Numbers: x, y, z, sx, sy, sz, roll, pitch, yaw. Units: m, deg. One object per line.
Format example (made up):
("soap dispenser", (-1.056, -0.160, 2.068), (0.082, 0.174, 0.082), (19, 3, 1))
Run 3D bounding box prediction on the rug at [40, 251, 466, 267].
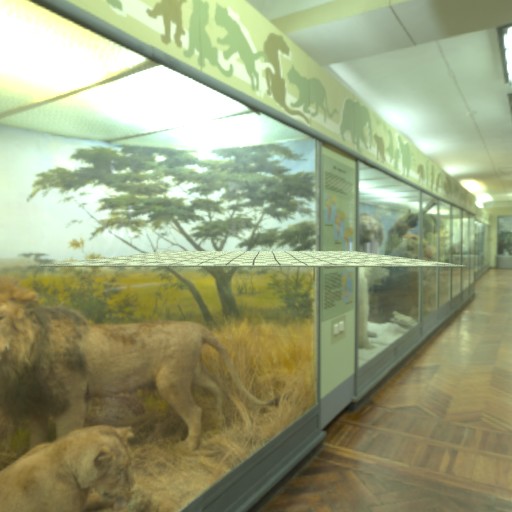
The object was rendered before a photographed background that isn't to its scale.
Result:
("rug", (0.000, 0.000, 3.939), (2.330, 0.010, 3.061), (0, 2, 1))
